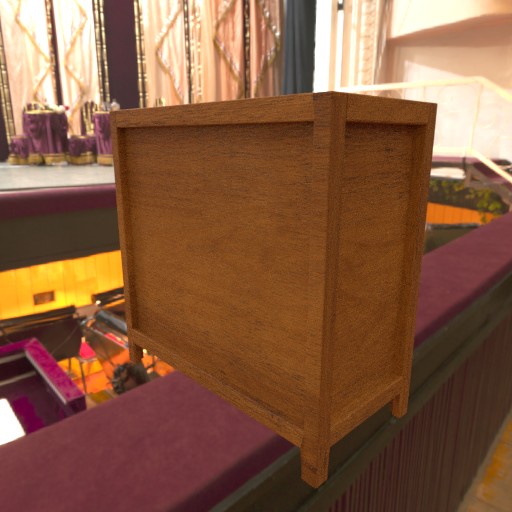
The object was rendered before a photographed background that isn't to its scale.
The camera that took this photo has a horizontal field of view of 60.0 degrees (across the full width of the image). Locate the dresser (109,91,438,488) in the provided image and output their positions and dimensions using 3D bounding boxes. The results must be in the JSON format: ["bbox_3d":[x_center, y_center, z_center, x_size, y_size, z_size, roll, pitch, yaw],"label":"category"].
[{"bbox_3d":[0.000,0.000,1.264,0.427,0.804,0.804,-14,20,-42],"label":"dresser"}]
